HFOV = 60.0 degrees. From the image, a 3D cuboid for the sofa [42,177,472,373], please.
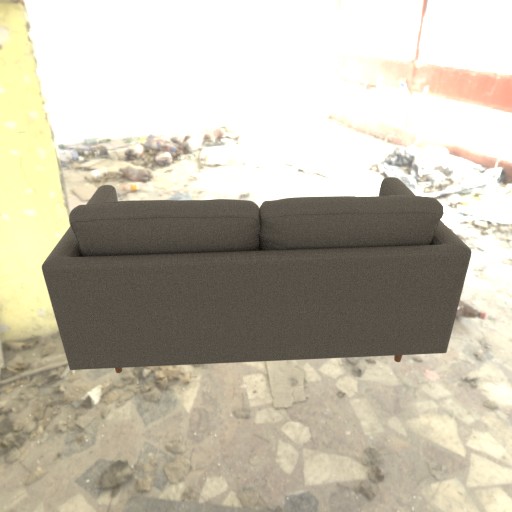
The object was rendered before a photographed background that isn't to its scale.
[{"bbox_3d":[0.000,0.000,2.250,1.713,0.866,0.940,-2,29,-3],"label":"sofa"}]
